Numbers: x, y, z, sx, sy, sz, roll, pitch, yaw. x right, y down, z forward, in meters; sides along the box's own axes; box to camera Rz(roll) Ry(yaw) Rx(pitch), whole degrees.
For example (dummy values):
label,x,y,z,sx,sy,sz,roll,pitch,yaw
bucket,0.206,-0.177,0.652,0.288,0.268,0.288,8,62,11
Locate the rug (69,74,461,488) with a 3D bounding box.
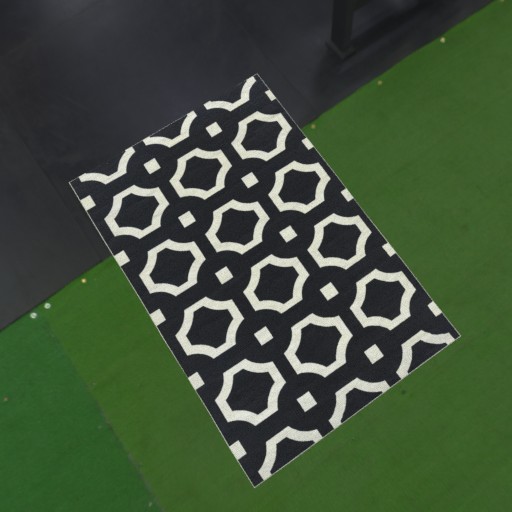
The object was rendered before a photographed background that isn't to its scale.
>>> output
label,x,y,z,sx,sy,sz,roll,pitch,yaw
rug,0.000,0.000,2.898,1.555,0.016,2.286,-33,78,-8
